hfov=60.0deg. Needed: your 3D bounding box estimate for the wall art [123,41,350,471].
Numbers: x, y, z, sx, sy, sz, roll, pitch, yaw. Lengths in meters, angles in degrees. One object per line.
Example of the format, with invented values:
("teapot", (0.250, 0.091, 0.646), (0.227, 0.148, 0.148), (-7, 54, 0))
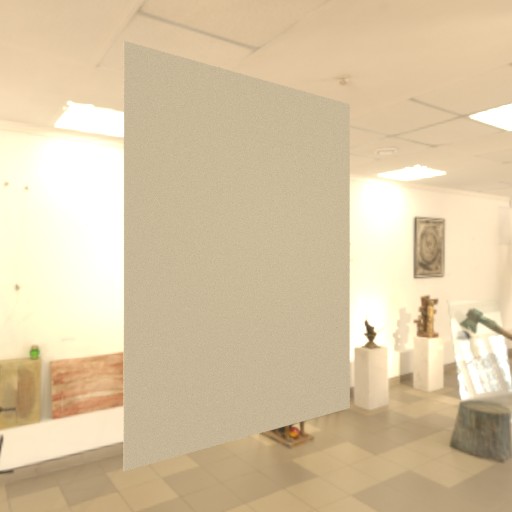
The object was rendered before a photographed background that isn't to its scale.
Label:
("wall art", (0.000, 0.000, 0.759), (0.457, 0.609, 0.003), (0, 0, -35))
